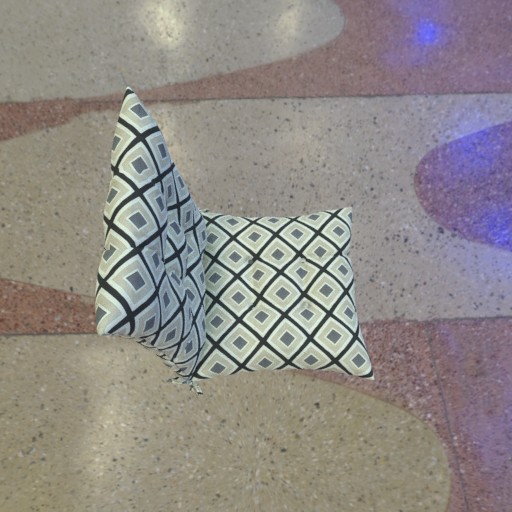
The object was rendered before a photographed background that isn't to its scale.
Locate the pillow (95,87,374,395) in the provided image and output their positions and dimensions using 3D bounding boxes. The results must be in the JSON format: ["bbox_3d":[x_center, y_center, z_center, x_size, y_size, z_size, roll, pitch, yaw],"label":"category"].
[{"bbox_3d":[0.000,0.000,1.013,0.585,0.536,0.541,-1,65,-1],"label":"pillow"}]
